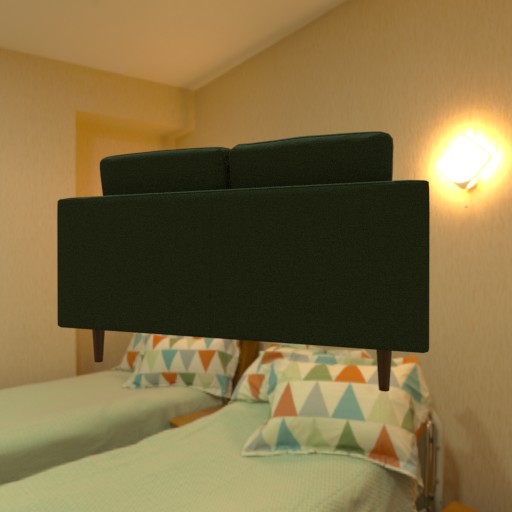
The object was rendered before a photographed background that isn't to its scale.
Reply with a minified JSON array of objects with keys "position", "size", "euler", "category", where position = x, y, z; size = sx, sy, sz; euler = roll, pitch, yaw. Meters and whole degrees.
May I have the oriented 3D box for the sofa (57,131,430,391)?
[{"position":[0.000,0.000,1.997],"size":[1.430,0.899,0.879],"euler":[0,0,20],"category":"sofa"}]
